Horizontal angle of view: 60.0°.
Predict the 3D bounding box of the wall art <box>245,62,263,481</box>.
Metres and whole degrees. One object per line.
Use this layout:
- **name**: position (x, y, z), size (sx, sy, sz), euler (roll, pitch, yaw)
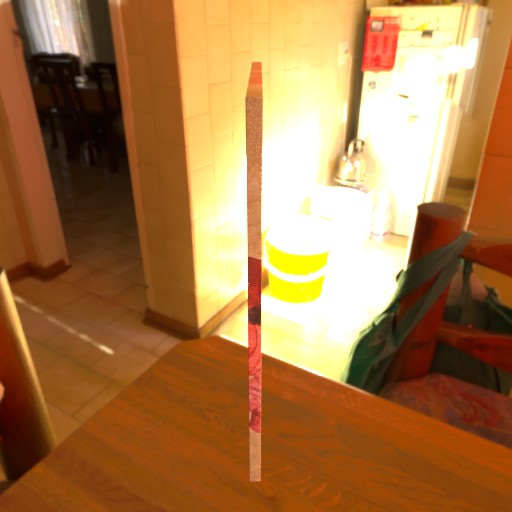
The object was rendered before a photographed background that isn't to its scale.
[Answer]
- **wall art**: position (0.000, 0.000, 1.331), size (0.031, 1.015, 0.762), euler (0, 28, 0)
